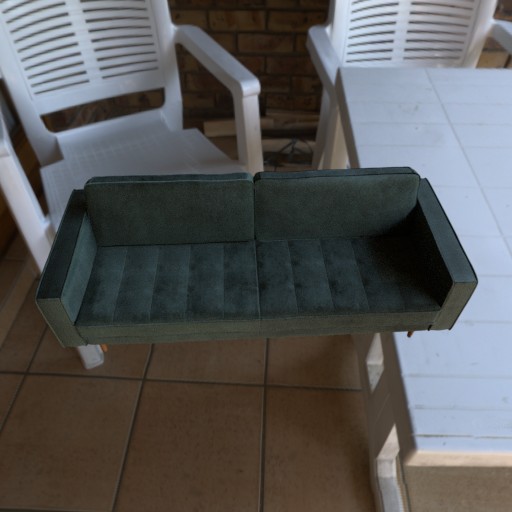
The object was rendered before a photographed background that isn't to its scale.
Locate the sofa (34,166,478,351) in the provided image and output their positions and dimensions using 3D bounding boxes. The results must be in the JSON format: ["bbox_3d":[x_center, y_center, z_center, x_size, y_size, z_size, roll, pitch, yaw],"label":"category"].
[{"bbox_3d":[0.000,0.000,2.579,2.214,0.781,0.886,-2,47,-2],"label":"sofa"}]
